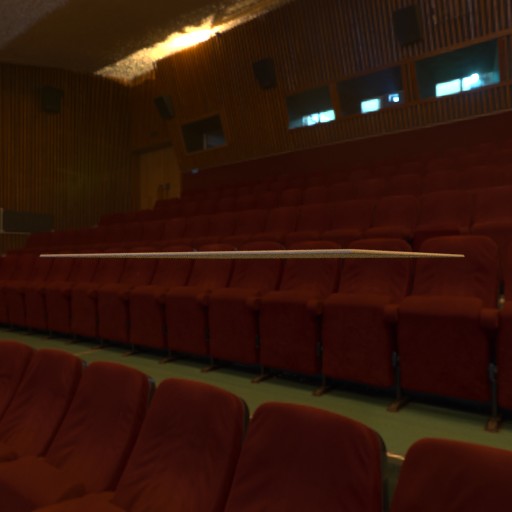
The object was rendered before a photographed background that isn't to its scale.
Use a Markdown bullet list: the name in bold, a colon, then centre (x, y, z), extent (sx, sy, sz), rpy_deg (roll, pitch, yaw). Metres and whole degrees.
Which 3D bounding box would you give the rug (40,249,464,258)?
- **rug**: centre (0.000, 0.000, 3.988), extent (2.976, 0.018, 2.430), rpy_deg (-1, -1, 37)
